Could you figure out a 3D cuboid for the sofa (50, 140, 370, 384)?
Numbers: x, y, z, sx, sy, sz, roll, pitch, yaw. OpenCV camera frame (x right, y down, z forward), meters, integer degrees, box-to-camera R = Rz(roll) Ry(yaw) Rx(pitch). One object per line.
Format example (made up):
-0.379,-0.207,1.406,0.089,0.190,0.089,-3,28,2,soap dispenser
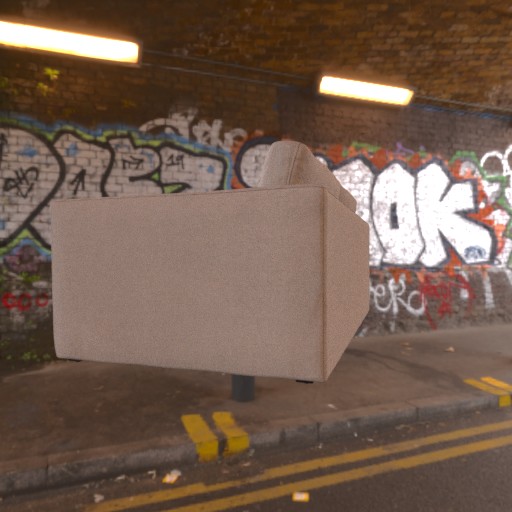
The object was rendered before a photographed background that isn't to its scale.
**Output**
0.000,0.000,2.456,1.091,0.839,1.905,0,0,18,sofa
